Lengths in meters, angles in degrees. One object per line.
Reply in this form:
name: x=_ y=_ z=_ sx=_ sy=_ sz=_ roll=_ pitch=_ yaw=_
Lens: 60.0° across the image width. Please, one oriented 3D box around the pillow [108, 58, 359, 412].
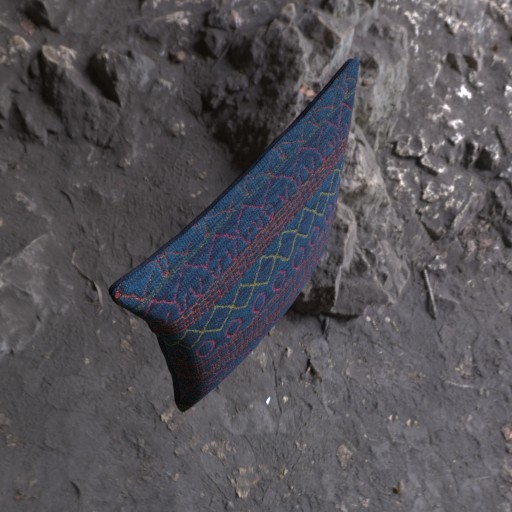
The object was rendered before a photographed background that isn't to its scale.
pillow: x=0.000 y=0.000 z=0.653 sx=0.141 sy=0.431 sz=0.431 roll=32 pitch=64 yaw=18
